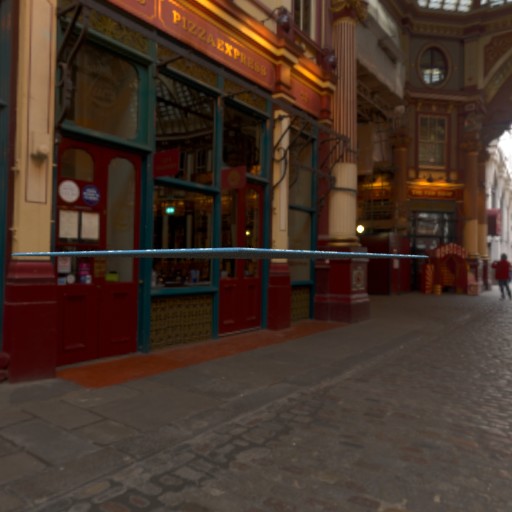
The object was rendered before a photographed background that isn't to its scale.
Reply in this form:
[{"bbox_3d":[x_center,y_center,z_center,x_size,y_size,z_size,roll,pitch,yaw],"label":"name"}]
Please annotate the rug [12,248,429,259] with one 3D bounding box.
[{"bbox_3d":[0.000,0.000,2.247,1.211,0.012,1.833,-1,-1,36],"label":"rug"}]
